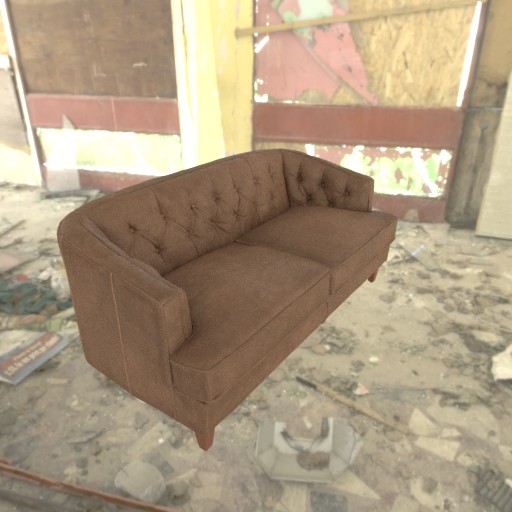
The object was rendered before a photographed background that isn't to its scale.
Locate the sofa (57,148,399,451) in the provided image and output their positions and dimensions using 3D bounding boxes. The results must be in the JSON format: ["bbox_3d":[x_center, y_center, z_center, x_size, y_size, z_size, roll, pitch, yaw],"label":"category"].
[{"bbox_3d":[0.000,0.000,2.275,0.917,0.799,1.767,17,31,32],"label":"sofa"}]
